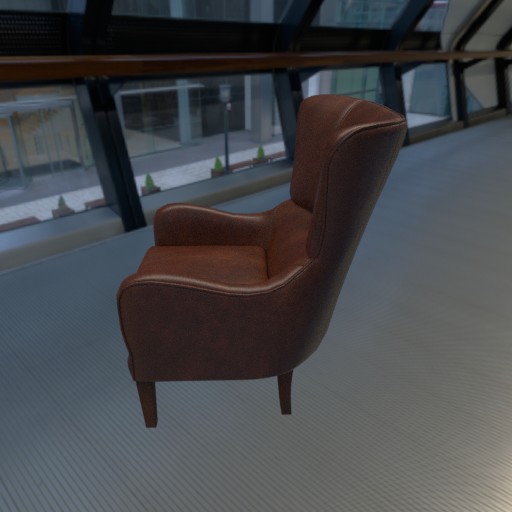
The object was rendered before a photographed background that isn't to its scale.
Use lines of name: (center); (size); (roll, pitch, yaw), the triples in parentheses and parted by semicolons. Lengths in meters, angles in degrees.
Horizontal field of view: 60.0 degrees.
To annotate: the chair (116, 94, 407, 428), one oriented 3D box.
chair: (0.000, 0.000, 1.622); (0.914, 1.048, 0.692); (-1, 27, -1)
